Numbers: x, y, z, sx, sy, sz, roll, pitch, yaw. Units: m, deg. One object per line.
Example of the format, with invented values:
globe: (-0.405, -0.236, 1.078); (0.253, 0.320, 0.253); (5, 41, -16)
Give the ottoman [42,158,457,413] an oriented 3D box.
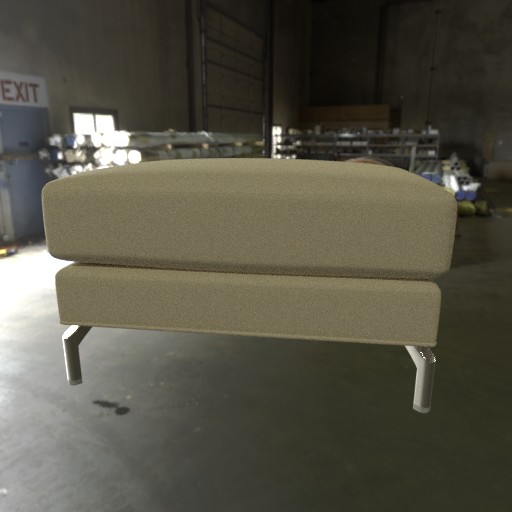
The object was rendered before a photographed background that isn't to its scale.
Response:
ottoman: (0.000, 0.000, 1.176); (0.835, 0.497, 0.581); (2, 15, 8)
